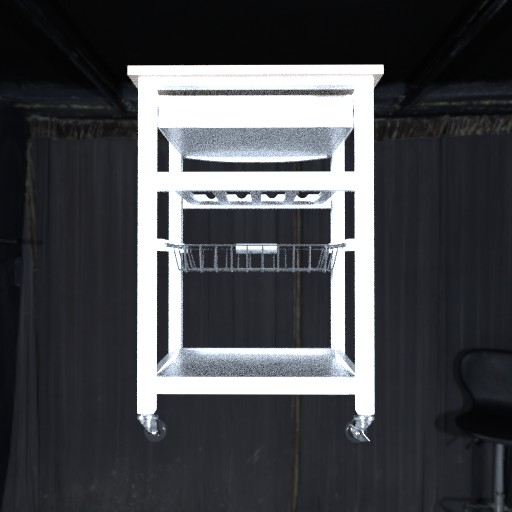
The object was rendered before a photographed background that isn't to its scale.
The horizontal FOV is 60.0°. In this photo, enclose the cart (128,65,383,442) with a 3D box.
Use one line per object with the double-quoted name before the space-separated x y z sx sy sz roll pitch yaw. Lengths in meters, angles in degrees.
"cart" 0.000 0.000 1.199 0.578 0.857 0.406 0 -1 0
